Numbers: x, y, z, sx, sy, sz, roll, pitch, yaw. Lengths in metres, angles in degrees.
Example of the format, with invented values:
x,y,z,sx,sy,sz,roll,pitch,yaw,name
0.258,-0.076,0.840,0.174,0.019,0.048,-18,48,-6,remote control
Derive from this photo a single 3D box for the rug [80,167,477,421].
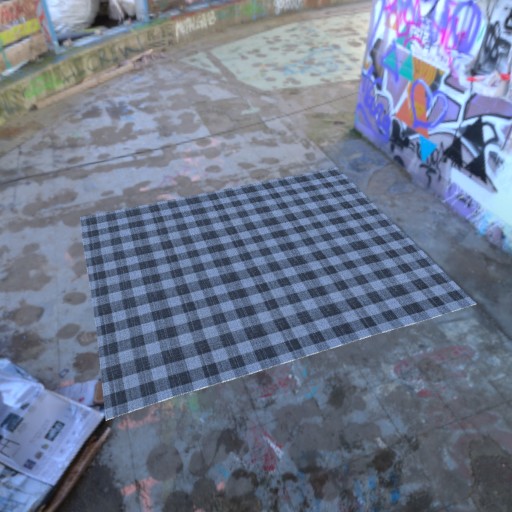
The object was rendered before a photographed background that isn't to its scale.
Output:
x,y,z,sx,sy,sz,roll,pitch,yaw,name
0.000,0.000,4.159,3.021,0.013,2.432,-14,42,-15,rug
